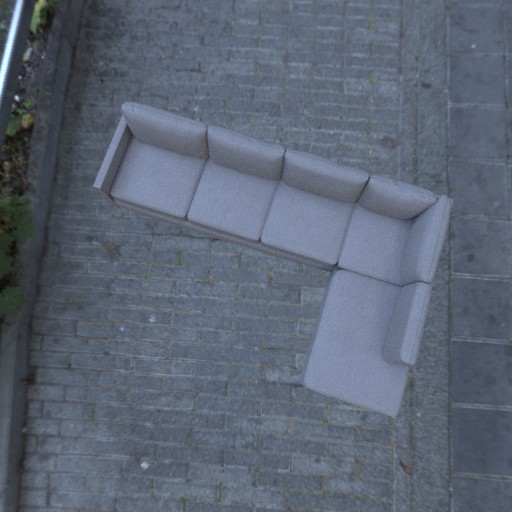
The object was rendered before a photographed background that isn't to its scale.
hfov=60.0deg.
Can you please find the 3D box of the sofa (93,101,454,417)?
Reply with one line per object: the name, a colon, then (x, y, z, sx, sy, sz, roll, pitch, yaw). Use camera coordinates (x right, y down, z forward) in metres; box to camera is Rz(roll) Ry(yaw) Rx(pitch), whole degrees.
sofa: (0.000, 0.000, 4.309, 3.331, 0.964, 2.077, 17, 79, 4)
